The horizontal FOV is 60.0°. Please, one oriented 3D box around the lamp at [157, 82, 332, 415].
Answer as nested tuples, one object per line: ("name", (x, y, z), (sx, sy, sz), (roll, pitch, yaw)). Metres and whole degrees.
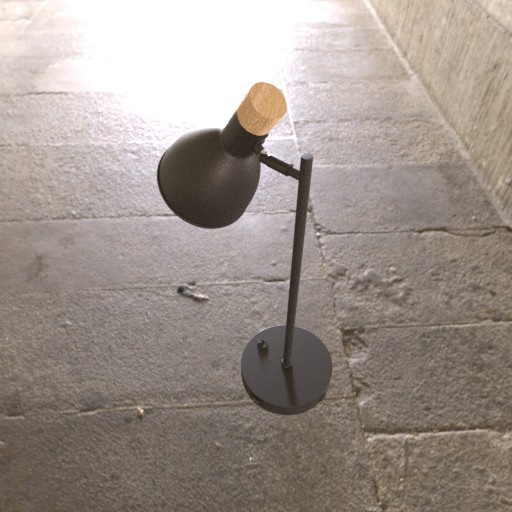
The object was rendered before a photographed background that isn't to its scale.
("lamp", (0.000, 0.000, 0.602), (0.287, 0.483, 0.152), (33, 55, 27))
